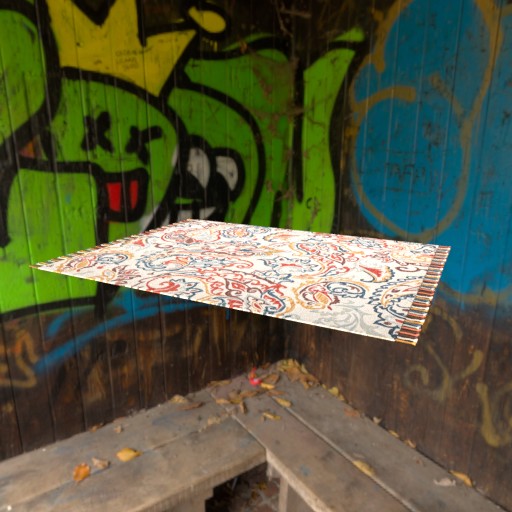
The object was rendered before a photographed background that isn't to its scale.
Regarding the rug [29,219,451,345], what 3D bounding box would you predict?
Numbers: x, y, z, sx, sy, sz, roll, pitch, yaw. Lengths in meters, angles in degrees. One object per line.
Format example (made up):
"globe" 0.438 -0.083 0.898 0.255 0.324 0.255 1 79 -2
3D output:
"rug" 0.000 0.000 4.254 3.274 0.015 2.439 8 18 26
